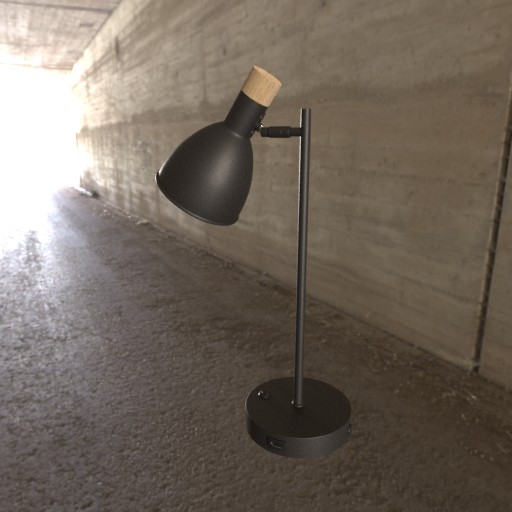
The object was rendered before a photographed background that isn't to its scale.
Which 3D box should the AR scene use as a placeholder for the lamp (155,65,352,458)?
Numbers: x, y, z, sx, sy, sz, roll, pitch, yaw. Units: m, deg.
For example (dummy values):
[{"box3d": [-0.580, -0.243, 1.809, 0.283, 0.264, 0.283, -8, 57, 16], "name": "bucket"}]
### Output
[{"box3d": [0.000, 0.000, 0.605, 0.287, 0.483, 0.152, 7, 16, 25], "name": "lamp"}]
